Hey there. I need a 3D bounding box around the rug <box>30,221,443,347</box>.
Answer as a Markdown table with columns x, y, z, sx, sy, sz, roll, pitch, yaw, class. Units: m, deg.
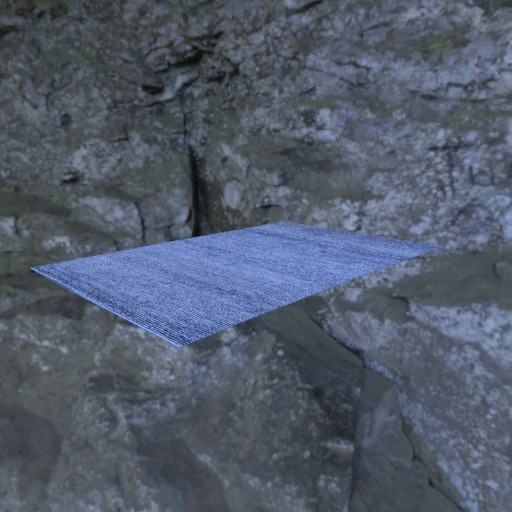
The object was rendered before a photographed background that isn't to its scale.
| x | y | z | sx | sy | sz | roll | pitch | yaw | class |
| --- | --- | --- | --- | --- | --- | --- | --- | --- | --- |
| 0.000 | 0.000 | 2.190 | 1.135 | 0.010 | 1.740 | 14 | 20 | 43 | rug |
